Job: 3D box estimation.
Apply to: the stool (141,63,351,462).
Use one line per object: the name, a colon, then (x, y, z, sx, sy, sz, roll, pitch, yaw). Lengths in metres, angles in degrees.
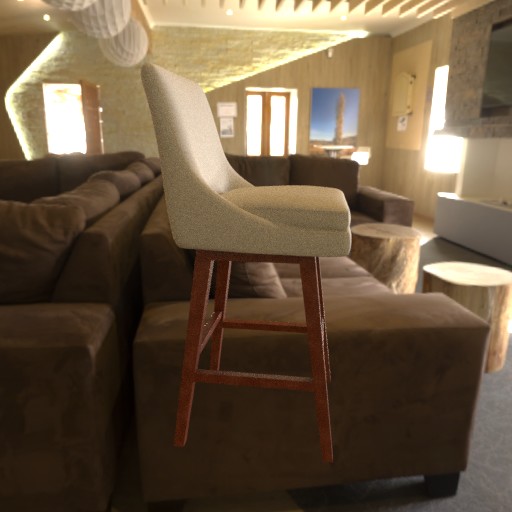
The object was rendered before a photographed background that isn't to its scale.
stool: (0.000, 0.000, 1.402, 0.559, 1.092, 0.470, 2, 15, 8)
